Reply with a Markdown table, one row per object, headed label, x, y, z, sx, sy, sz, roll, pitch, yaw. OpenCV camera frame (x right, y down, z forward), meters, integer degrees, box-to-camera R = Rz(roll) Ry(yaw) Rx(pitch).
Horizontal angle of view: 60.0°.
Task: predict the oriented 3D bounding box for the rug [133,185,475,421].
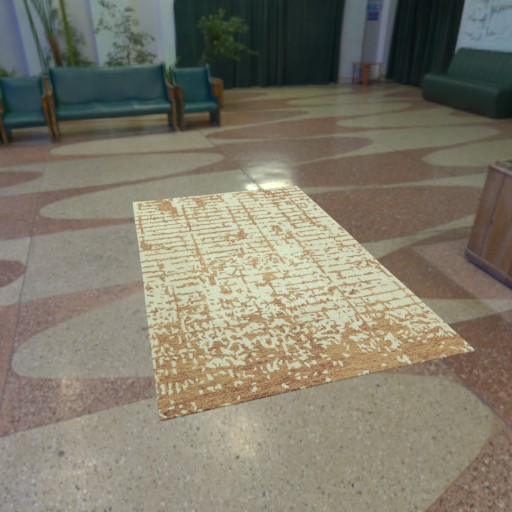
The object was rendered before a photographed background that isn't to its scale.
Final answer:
| label | x | y | z | sx | sy | sz | roll | pitch | yaw |
| --- | --- | --- | --- | --- | --- | --- | --- | --- | --- |
| rug | 0.000 | 0.000 | 2.997 | 1.517 | 0.011 | 2.435 | -8 | 30 | -14 |
